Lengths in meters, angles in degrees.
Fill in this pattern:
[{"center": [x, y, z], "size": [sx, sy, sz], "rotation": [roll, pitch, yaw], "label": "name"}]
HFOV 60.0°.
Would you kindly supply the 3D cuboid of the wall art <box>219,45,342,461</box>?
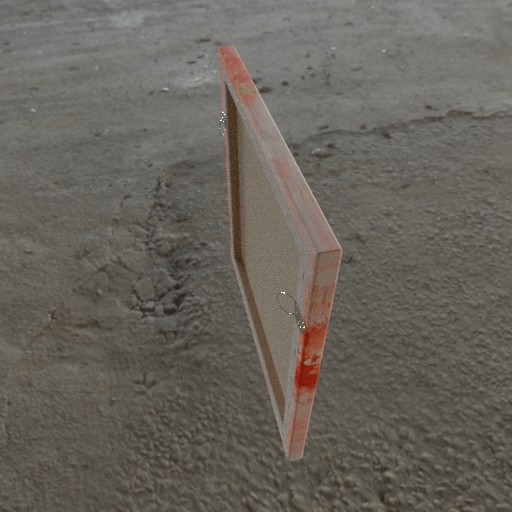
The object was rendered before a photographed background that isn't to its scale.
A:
[{"center": [0.000, 0.000, 1.109], "size": [0.064, 0.746, 0.747], "rotation": [-10, 46, -9], "label": "wall art"}]
